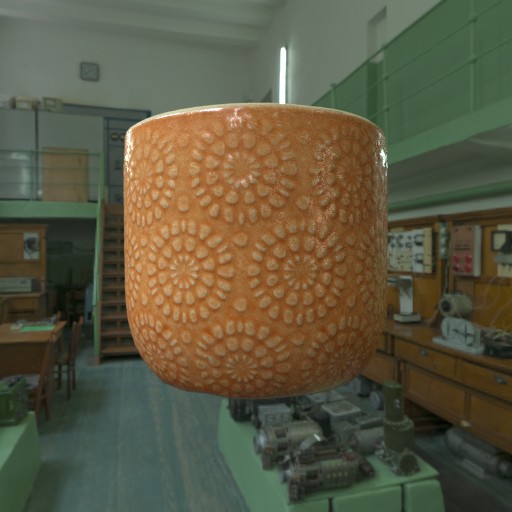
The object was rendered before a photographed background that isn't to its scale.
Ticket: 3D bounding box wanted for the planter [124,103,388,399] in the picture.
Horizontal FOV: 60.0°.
[{"bbox_3d":[0.000,0.000,0.288,0.170,0.152,0.170,0,1,0],"label":"planter"}]
